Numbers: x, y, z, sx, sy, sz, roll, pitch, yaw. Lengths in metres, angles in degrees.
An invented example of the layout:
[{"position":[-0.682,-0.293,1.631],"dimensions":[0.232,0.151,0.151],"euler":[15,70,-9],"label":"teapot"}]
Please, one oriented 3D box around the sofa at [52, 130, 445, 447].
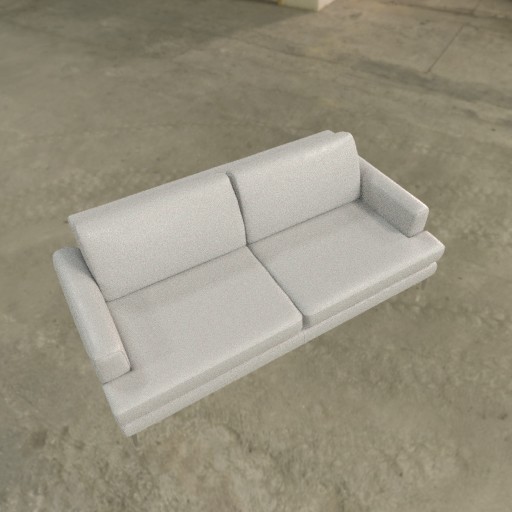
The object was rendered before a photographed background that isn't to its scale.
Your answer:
[{"position":[0.000,0.000,2.426],"dimensions":[1.940,0.765,0.974],"euler":[-23,50,-21],"label":"sofa"}]
